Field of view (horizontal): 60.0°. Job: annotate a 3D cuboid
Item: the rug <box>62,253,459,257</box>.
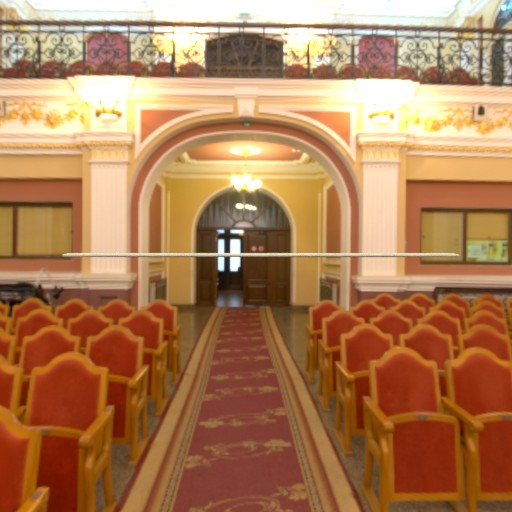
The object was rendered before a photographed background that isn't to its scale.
[{"bbox_3d":[0.000,0.000,2.274,1.219,0.012,1.840,0,0,-1],"label":"rug"}]
